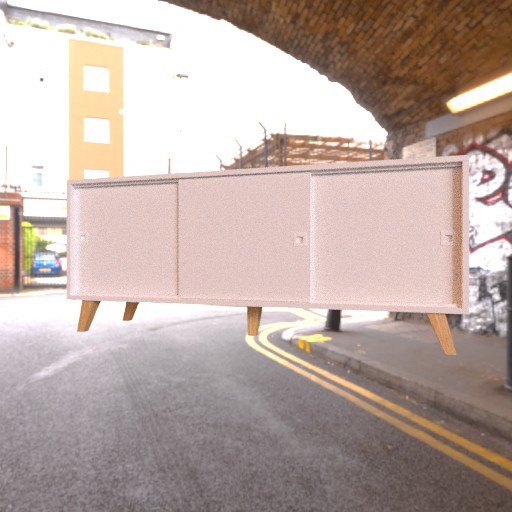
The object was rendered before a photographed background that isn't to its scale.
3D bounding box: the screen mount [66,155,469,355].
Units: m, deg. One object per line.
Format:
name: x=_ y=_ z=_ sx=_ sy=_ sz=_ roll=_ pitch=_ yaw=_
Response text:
screen mount: x=0.000 y=0.000 z=1.767 sx=1.490 sy=0.619 sz=0.400 roll=0 pitch=0 yaw=18
